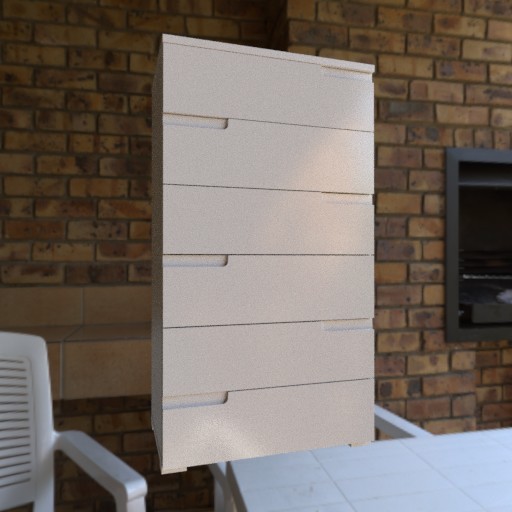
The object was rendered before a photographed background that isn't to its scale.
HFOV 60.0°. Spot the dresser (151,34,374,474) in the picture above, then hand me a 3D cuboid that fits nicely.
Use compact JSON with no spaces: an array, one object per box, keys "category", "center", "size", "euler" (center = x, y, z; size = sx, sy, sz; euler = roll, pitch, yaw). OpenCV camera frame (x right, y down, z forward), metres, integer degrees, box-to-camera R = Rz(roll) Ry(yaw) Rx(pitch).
[{"category":"dresser","center":[0.000,0.000,1.473],"size":[0.650,1.190,0.400],"euler":[0,0,-17]}]
